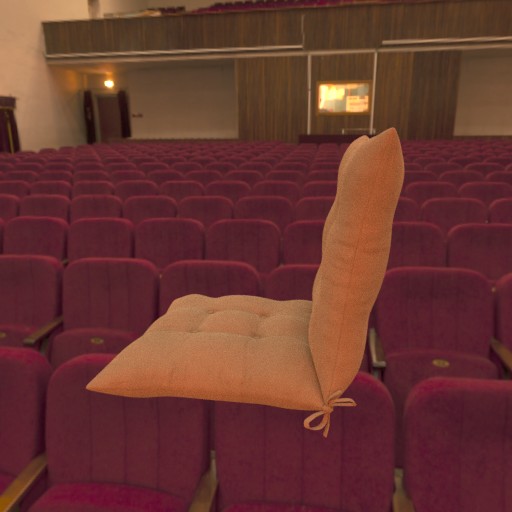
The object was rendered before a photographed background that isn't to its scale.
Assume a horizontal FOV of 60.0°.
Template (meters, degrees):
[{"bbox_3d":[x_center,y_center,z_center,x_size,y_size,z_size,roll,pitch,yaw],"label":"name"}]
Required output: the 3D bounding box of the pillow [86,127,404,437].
[{"bbox_3d":[0.000,0.000,0.996,0.585,0.536,0.541,2,14,9],"label":"pillow"}]
